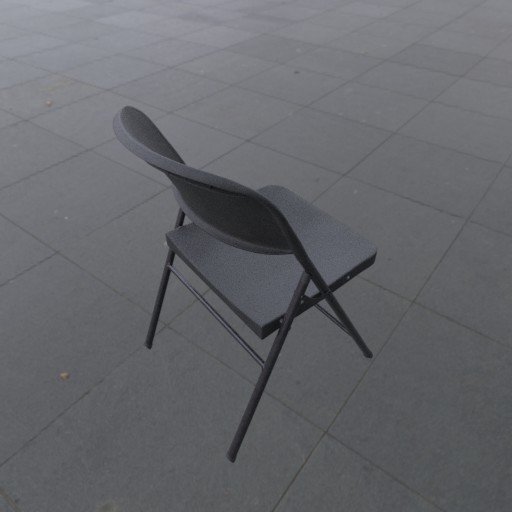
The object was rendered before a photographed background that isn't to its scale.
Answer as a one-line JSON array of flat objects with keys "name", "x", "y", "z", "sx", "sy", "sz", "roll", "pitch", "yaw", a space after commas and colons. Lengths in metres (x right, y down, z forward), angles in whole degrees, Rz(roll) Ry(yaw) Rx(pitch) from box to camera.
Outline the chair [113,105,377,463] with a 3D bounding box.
[{"name": "chair", "x": 0.000, "y": 0.000, "z": 1.161, "sx": 0.567, "sy": 0.810, "sz": 0.494, "roll": -27, "pitch": 47, "yaw": -28}]
